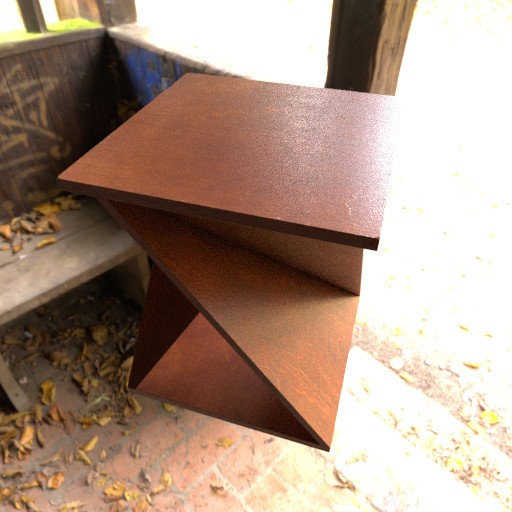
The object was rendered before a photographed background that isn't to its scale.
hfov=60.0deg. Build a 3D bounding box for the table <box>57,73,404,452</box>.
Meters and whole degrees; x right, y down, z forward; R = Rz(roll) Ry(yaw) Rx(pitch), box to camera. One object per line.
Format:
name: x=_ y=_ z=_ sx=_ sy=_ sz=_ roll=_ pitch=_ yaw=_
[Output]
table: x=0.000 y=0.000 z=0.868 sx=0.427 sy=0.520 sz=0.427 roll=12 pitch=43 yaw=13
